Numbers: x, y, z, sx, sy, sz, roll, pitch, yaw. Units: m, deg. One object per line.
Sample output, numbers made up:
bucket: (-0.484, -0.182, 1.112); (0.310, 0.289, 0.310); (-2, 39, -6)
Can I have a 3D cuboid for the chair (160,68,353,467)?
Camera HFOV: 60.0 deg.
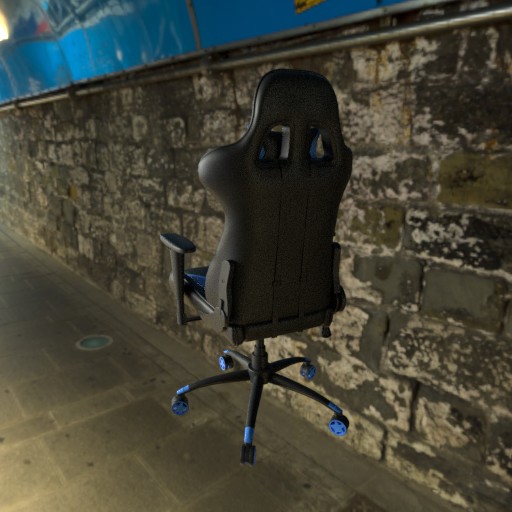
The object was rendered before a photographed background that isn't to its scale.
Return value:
chair: (0.000, 0.000, 1.725); (0.695, 1.282, 0.730); (-7, 16, -26)
